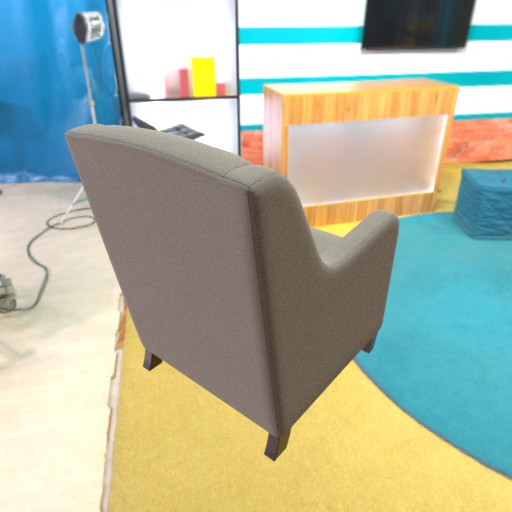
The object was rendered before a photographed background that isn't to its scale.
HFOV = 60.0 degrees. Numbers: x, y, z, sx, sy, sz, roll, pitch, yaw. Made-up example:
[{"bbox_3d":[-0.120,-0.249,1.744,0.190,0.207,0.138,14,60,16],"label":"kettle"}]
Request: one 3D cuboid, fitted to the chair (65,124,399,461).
[{"bbox_3d":[0.000,0.000,1.599,0.715,1.017,0.896,22,36,34],"label":"chair"}]
